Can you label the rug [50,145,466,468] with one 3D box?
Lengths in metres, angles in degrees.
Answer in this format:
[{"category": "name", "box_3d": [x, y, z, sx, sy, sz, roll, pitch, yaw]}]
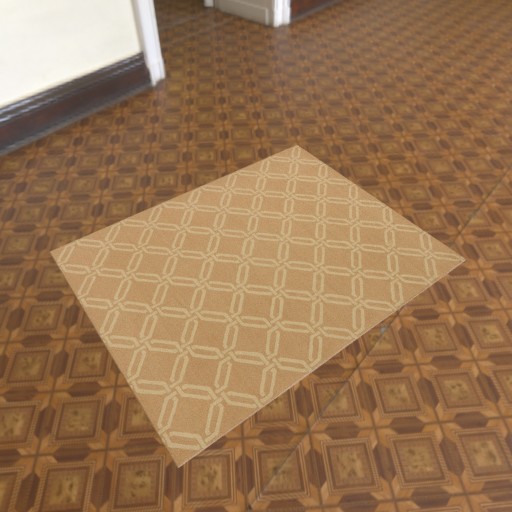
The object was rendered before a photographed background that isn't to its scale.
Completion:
[{"category": "rug", "box_3d": [0.000, 0.000, 3.920, 2.895, 0.018, 2.288, -28, 53, -24]}]
